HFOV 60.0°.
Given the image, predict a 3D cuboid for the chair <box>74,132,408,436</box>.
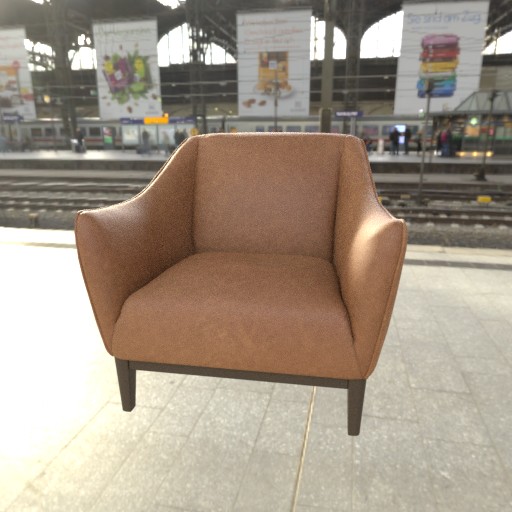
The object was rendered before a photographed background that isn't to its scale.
[{"bbox_3d":[0.000,0.000,1.533,0.871,0.830,0.852,3,15,9],"label":"chair"}]
